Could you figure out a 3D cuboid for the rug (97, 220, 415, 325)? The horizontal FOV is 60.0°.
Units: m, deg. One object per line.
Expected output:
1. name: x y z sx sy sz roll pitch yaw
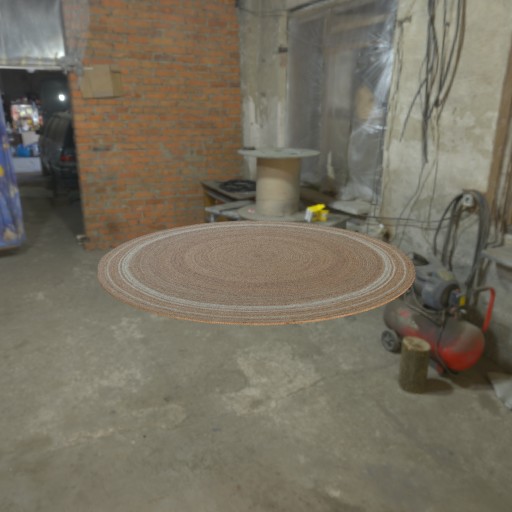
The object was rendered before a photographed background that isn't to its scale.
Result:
1. rug: 0.000 0.000 3.593 2.444 0.015 2.444 0 18 0
